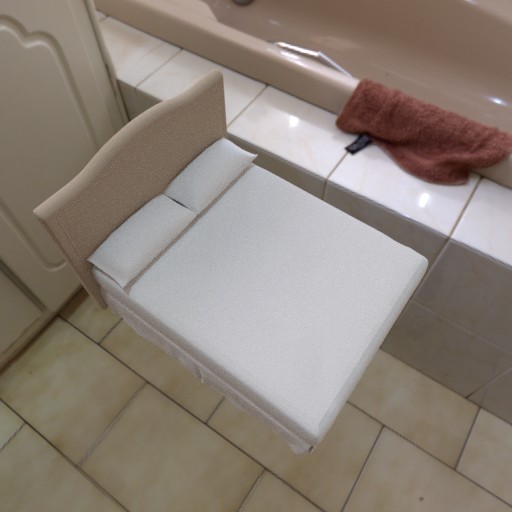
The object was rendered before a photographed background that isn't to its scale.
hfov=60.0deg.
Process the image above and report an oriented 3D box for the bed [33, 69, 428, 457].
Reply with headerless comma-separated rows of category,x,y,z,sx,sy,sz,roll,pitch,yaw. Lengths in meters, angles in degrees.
bed,0.000,0.000,3.122,2.052,1.398,1.678,32,63,19
